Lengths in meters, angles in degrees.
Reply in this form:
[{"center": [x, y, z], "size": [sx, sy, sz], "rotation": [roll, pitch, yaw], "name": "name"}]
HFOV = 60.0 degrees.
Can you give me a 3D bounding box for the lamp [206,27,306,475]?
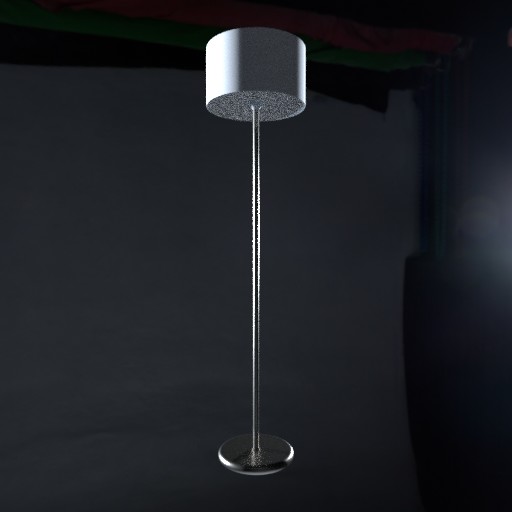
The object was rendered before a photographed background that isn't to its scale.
[{"center": [0.000, 0.000, 1.578], "size": [0.347, 1.443, 0.347], "rotation": [0, 1, -18], "name": "lamp"}]
